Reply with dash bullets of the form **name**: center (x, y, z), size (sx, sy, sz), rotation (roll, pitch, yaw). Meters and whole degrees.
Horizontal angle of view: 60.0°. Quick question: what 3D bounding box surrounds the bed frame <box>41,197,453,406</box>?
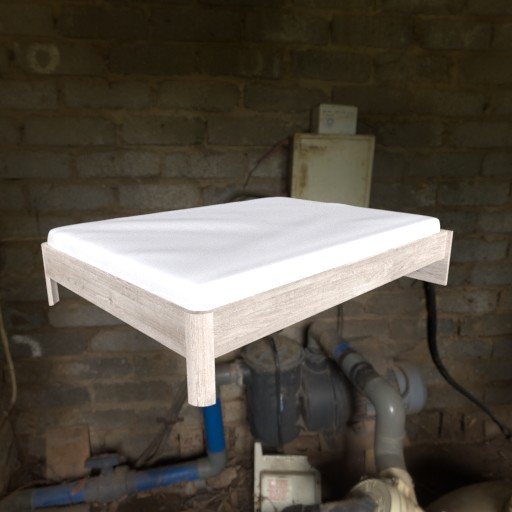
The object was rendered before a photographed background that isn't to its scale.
- **bed frame**: center (0.000, 0.000, 2.627), size (1.950, 0.462, 1.490), rotation (-14, 21, -42)
